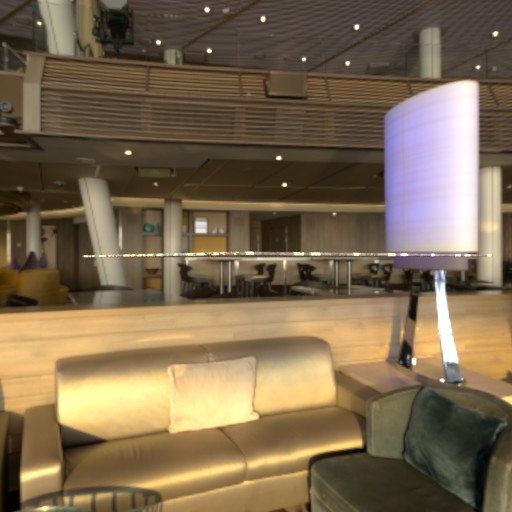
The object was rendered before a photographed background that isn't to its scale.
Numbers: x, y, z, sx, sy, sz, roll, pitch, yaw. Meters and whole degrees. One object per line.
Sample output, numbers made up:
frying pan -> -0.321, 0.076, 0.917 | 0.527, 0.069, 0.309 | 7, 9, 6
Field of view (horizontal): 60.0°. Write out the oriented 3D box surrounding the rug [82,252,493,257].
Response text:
rug -> 0.000, 0.000, 2.935 | 1.676, 0.013, 2.261 | 0, 0, -35
